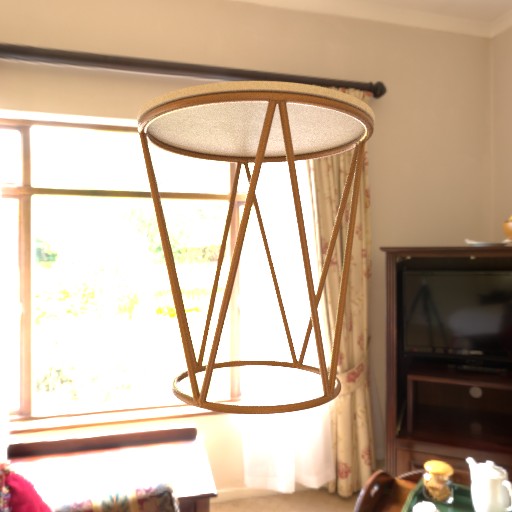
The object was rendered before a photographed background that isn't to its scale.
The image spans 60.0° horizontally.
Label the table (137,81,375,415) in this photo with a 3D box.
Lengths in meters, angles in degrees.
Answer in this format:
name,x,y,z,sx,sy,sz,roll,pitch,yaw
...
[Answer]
name,x,y,z,sx,sy,sz,roll,pitch,yaw
table,0.000,0.000,0.964,0.500,0.564,0.500,0,0,0
